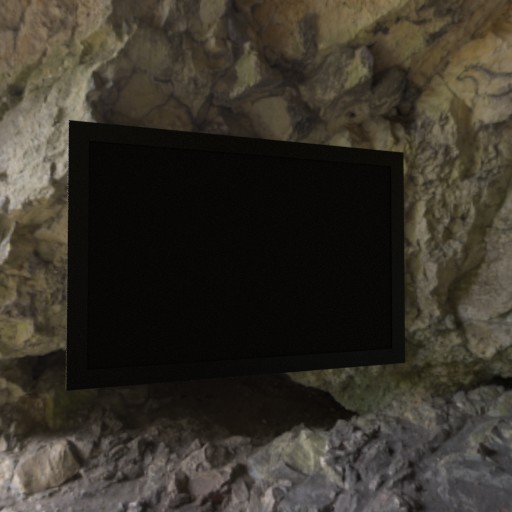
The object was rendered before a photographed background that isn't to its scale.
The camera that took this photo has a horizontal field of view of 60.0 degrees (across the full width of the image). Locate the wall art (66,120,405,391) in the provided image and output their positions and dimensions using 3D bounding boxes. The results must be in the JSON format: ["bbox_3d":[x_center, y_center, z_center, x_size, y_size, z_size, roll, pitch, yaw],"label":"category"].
[{"bbox_3d":[0.000,0.000,0.841,0.660,0.447,0.013,0,-1,-19],"label":"wall art"}]
